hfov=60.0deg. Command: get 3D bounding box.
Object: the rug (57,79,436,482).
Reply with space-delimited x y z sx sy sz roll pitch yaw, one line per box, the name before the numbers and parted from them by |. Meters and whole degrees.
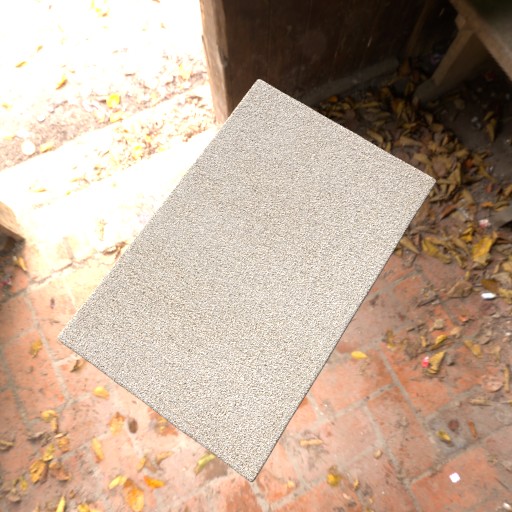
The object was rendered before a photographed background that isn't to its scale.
rug | 0.000 0.000 3.502 1.778 0.030 2.743 33 77 9
